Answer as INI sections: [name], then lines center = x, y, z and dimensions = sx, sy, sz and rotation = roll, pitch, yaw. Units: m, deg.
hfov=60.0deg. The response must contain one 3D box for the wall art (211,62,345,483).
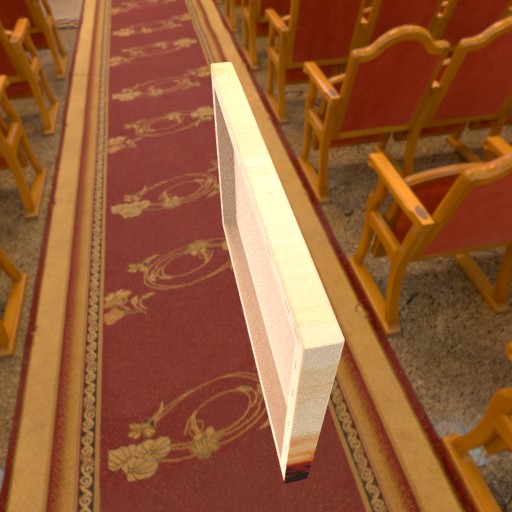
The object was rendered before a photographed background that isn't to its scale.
[wall art]
center = 0.000, 0.000, 0.759
dimensions = 0.040, 0.402, 0.613
rotation = -9, 48, -8
